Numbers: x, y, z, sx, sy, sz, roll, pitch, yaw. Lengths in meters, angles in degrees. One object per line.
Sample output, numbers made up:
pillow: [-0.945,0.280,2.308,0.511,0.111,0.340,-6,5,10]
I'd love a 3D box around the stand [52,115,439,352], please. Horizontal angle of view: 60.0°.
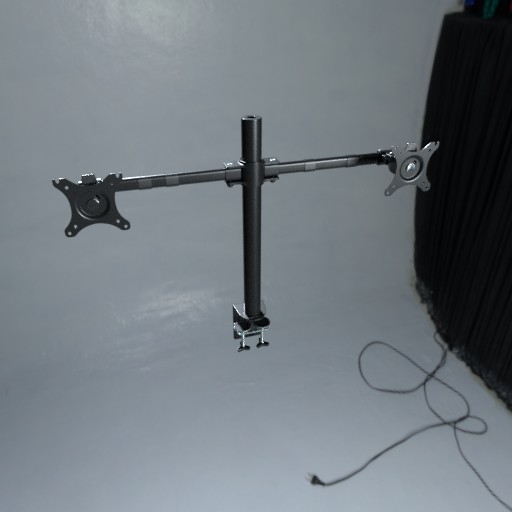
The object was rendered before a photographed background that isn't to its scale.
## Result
stand: [0.000,0.000,1.006,0.743,0.603,0.150,-9,32,-15]
